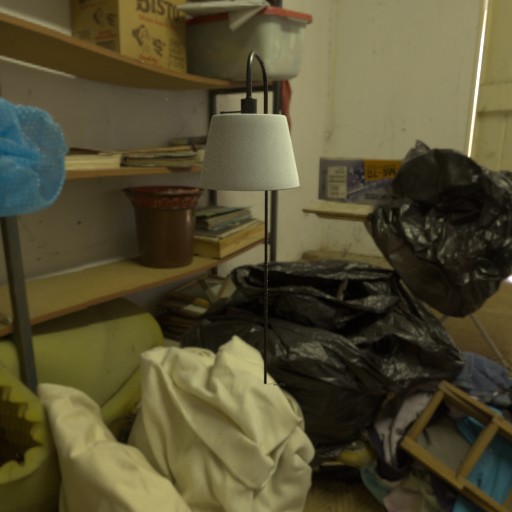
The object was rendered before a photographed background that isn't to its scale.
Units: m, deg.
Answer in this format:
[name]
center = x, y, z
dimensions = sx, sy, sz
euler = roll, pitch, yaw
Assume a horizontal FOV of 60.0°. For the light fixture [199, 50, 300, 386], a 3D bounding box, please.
[light fixture]
center = 0.000, 0.000, 0.468
dimensions = 0.092, 0.399, 0.176
euler = 2, 15, 8
